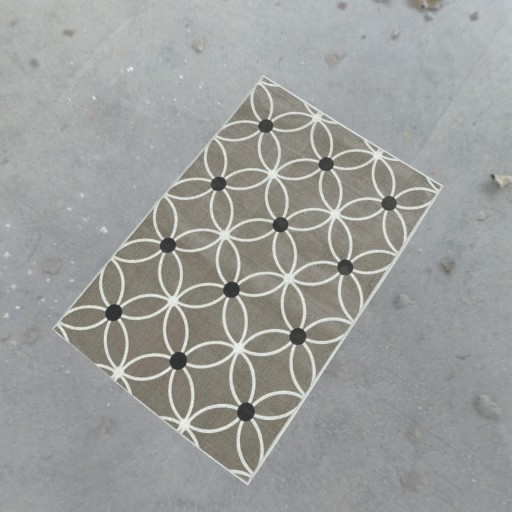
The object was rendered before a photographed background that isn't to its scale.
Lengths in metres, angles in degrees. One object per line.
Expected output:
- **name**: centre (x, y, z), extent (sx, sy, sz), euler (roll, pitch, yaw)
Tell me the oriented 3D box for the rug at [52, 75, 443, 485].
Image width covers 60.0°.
- **rug**: centre (0.000, 0.000, 2.887), extent (1.522, 0.008, 2.284), euler (35, 78, 9)
